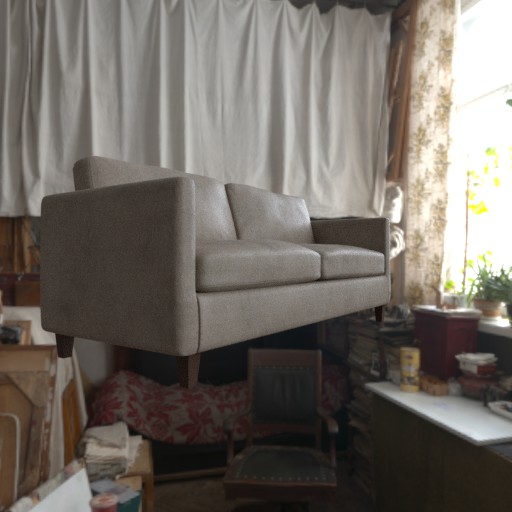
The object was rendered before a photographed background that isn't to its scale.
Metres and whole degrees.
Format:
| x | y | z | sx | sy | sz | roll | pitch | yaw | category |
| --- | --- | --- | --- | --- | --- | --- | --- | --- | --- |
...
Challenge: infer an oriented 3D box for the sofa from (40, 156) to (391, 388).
| x | y | z | sx | sy | sz | roll | pitch | yaw | category |
| --- | --- | --- | --- | --- | --- | --- | --- | --- | --- |
| 0.000 | 0.000 | 2.684 | 0.951 | 0.965 | 2.208 | 0 | 0 | 36 | sofa |
